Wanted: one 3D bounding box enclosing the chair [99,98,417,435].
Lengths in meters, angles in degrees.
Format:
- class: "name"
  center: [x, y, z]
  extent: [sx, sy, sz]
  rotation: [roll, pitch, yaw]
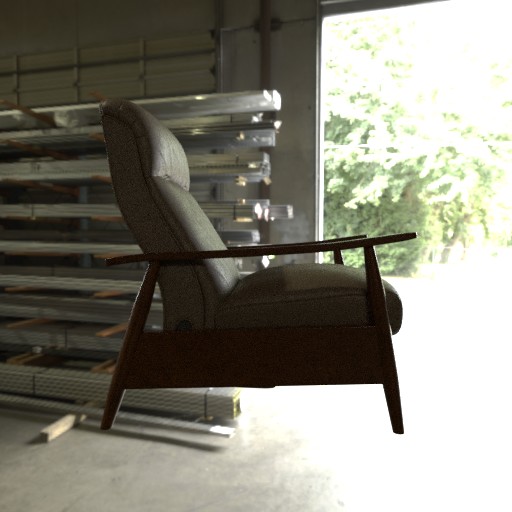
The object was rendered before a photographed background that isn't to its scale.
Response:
- class: "chair"
  center: [0.000, 0.000, 1.741]
  extent: [1.014, 1.082, 0.762]
  rotation: [0, 2, 2]
